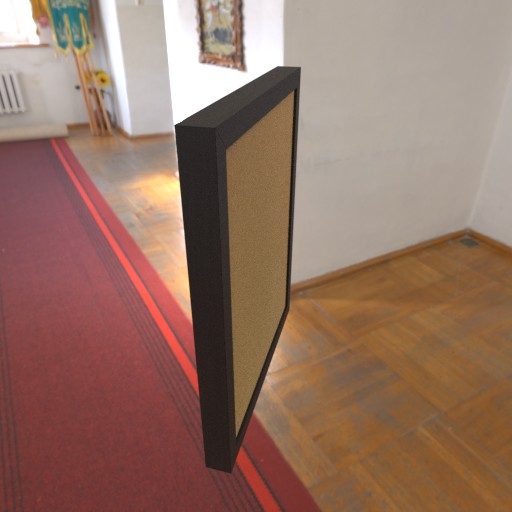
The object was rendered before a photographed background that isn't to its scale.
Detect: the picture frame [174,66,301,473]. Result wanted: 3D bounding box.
[{"bbox_3d":[0.000,0.000,0.770,0.044,0.555,0.452,8,31,14],"label":"picture frame"}]
